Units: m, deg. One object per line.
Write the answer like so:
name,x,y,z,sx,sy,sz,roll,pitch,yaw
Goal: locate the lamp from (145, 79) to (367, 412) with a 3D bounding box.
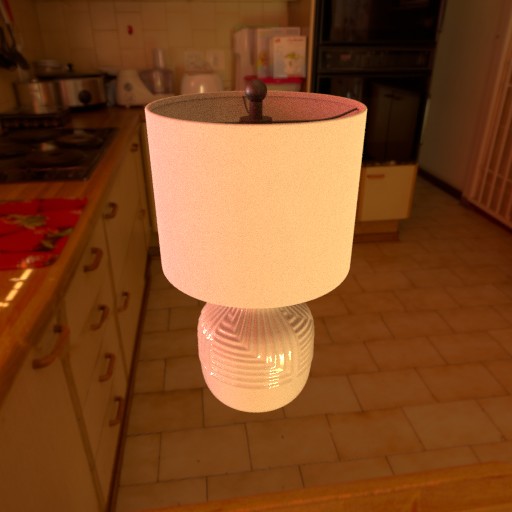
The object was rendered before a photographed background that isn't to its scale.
lamp,0.000,0.000,0.762,0.318,0.567,0.318,0,27,0
